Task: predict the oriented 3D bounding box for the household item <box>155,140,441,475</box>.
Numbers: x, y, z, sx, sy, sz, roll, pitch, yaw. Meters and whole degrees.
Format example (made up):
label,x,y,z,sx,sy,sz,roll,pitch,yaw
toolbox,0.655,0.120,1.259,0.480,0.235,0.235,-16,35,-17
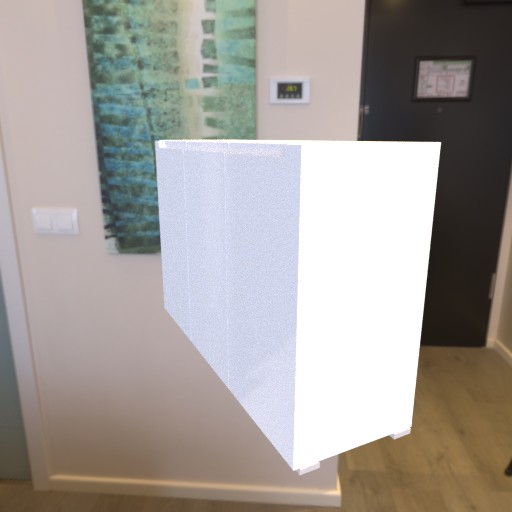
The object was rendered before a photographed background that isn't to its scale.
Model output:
label,x,y,z,sx,sy,sz,roll,pitch,yaw
household item,0.000,0.000,1.725,0.420,0.867,1.300,-7,17,-25
